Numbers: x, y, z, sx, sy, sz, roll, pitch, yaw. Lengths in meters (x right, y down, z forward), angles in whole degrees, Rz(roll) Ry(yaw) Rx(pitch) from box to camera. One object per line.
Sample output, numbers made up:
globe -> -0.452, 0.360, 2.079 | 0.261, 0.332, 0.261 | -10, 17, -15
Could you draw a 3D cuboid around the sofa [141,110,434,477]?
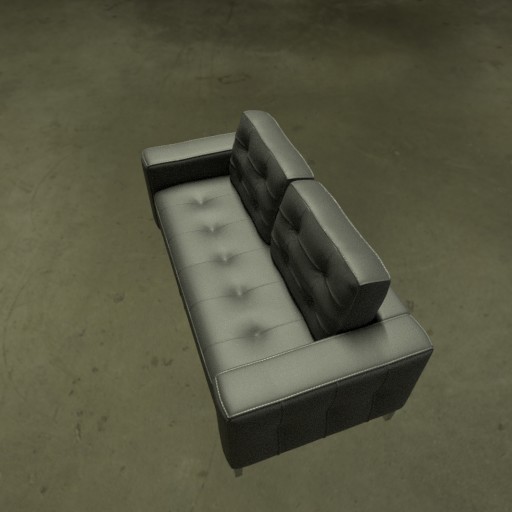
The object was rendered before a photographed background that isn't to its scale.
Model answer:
sofa -> 0.000, 0.000, 2.223 | 0.833, 0.892, 1.726 | -14, 48, -13
